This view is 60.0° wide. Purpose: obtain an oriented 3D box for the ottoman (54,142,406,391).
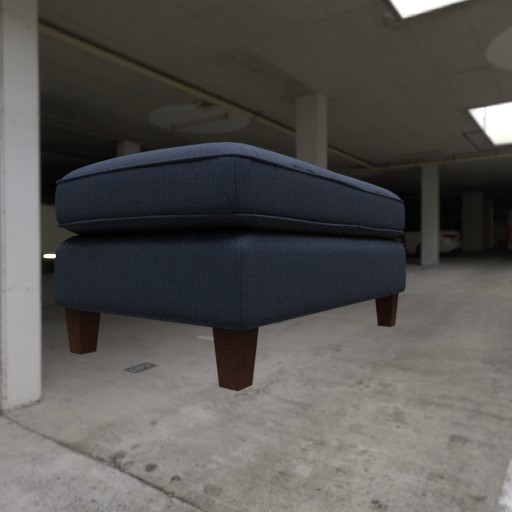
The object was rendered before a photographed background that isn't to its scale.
[{"bbox_3d":[0.000,0.000,1.200,0.570,0.438,0.885,0,1,35],"label":"ottoman"}]
